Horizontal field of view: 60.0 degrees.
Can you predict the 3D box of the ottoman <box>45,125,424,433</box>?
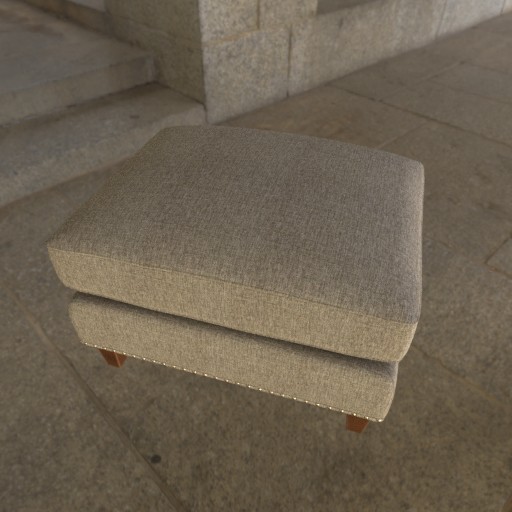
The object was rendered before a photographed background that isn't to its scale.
[{"bbox_3d":[0.000,0.000,1.130,0.741,0.513,0.584,11,42,12],"label":"ottoman"}]
